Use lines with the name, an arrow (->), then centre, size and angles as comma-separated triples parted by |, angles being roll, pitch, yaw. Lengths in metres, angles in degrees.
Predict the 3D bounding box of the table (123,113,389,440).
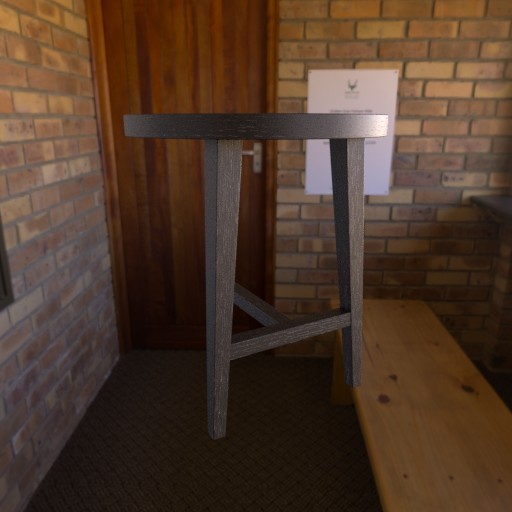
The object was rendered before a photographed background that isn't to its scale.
table -> 0.000, 0.000, 0.760 | 0.399, 0.460, 0.399 | 0, 17, 0
